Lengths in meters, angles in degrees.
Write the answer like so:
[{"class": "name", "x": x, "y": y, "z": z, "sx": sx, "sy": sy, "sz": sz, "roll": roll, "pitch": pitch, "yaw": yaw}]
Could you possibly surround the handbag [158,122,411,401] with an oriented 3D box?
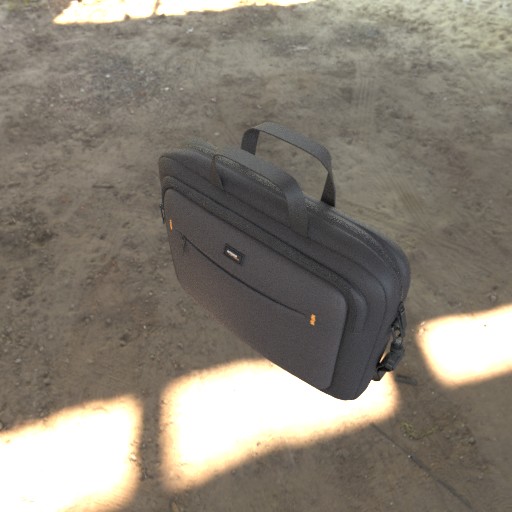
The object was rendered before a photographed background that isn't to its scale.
[{"class": "handbag", "x": 0.000, "y": 0.000, "z": 0.582, "sx": 0.429, "sy": 0.330, "sz": 0.126, "roll": 32, "pitch": 55, "yaw": 26}]
